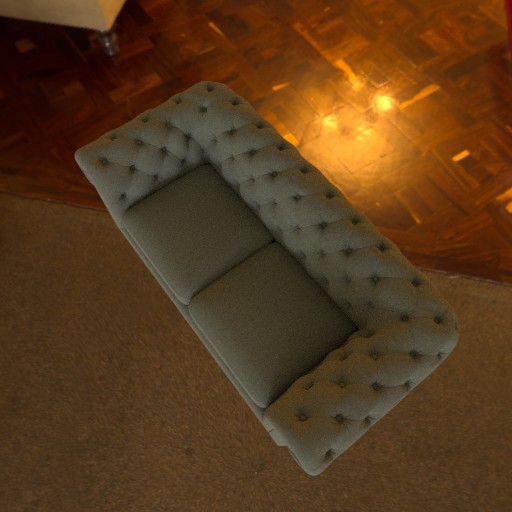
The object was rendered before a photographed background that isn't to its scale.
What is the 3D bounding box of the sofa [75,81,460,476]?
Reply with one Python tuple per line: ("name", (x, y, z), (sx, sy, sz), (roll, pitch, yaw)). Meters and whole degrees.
("sofa", (0.000, 0.000, 2.420), (0.986, 0.764, 1.998), (-35, 69, -16))
